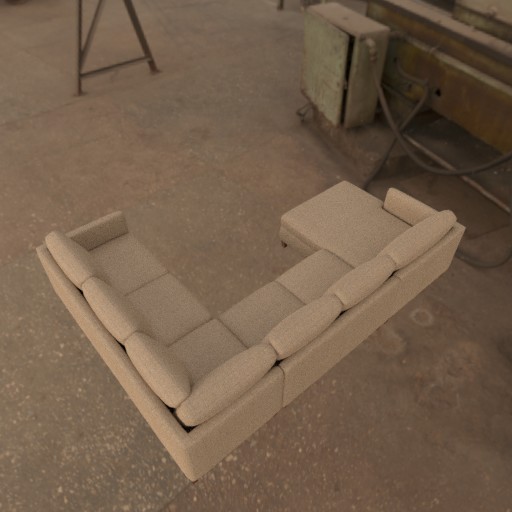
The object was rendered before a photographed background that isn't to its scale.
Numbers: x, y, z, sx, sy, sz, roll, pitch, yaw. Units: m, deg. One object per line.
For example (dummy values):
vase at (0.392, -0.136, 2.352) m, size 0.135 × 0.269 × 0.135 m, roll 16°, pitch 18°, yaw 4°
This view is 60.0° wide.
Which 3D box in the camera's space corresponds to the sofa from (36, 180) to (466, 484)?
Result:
sofa at (0.000, 0.000, 4.468) m, size 3.403 × 0.889 × 2.551 m, roll -31°, pitch 52°, yaw -28°
